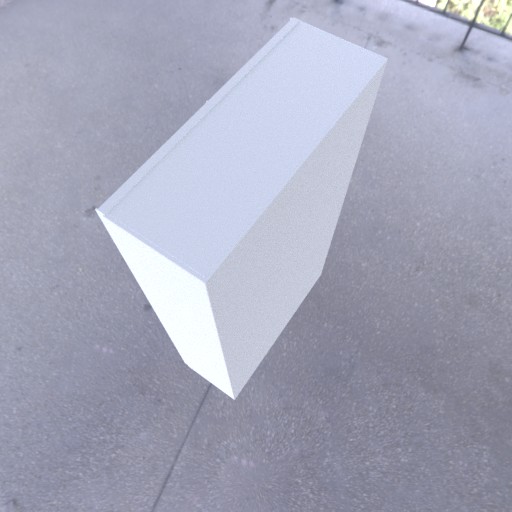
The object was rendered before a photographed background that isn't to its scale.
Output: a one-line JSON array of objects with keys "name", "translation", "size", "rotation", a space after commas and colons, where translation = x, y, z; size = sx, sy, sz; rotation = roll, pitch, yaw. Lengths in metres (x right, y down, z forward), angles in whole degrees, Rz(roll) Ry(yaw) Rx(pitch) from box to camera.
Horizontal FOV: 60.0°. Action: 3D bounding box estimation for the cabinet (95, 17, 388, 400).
[{"name": "cabinet", "translation": [0.000, 0.000, 2.639], "size": [0.480, 2.160, 1.250], "rotation": [32, 67, 15]}]
